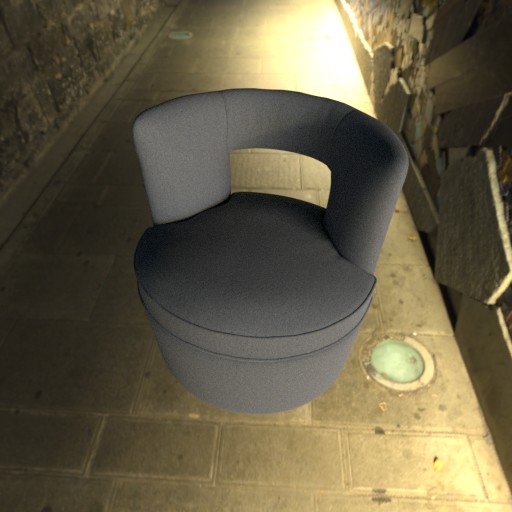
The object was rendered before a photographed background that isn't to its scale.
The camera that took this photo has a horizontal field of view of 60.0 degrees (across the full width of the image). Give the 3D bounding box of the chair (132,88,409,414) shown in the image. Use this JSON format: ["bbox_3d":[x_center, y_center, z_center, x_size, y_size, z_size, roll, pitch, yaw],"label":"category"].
[{"bbox_3d":[0.000,0.000,1.265,0.689,0.719,0.660,13,44,13],"label":"chair"}]
